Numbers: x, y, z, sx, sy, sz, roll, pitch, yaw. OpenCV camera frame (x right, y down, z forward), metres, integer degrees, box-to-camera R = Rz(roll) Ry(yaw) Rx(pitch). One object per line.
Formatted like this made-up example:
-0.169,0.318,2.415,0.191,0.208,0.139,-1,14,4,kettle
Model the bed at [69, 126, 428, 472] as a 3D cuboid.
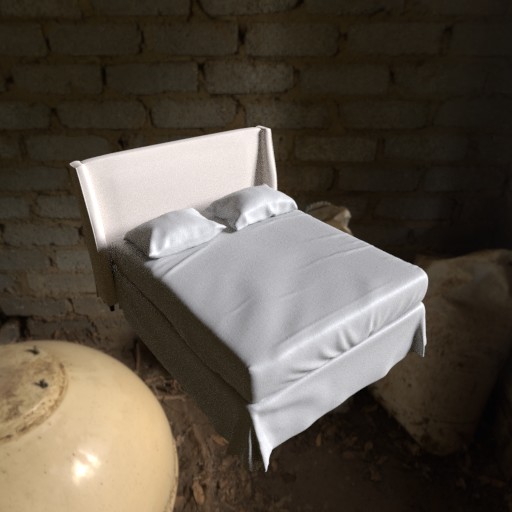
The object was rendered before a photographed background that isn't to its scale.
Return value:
0.000,0.000,3.454,1.925,1.332,2.276,-21,36,-32,bed
